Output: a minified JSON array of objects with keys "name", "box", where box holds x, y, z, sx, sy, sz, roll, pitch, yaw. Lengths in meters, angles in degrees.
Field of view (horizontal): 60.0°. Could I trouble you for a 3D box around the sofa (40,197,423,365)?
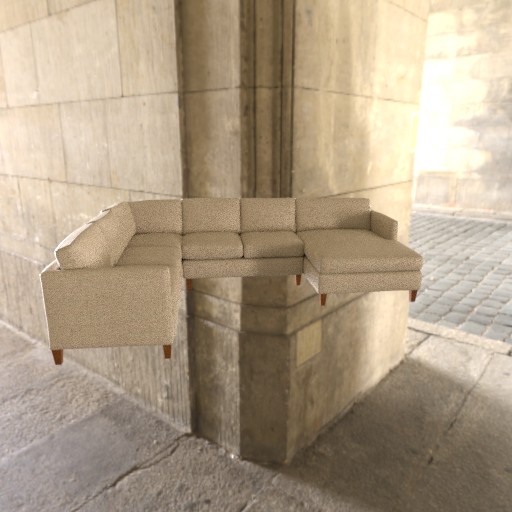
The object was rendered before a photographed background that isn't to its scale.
[{"name":"sofa","box":[0.000,0.000,4.644,3.460,0.961,2.594,-2,15,-7]}]
